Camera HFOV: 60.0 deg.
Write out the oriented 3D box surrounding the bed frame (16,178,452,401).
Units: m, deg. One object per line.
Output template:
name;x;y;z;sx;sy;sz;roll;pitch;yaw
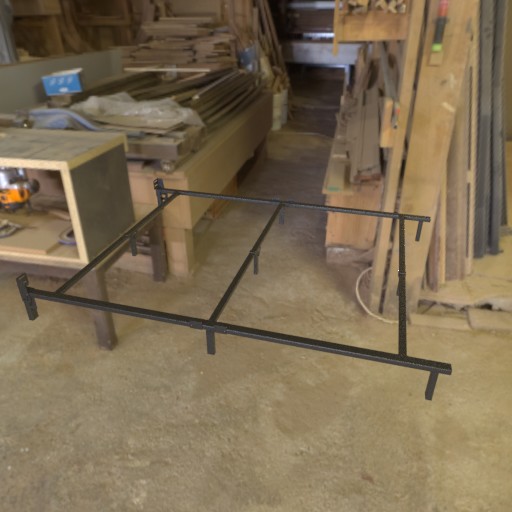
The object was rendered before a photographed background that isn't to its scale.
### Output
bed frame;0.000;0.000;2.585;1.990;0.248;1.498;8;30;14
